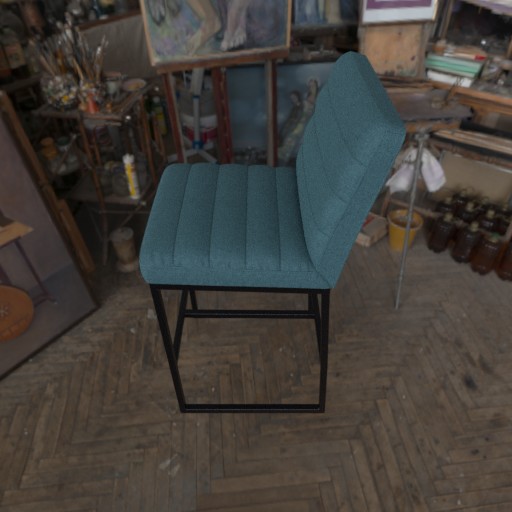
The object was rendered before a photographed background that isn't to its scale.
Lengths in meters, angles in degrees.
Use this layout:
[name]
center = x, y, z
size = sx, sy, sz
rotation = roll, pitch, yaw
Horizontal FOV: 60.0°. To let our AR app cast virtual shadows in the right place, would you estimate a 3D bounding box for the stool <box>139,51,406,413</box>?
[stool]
center = 0.000, 0.000, 1.316
size = 0.560, 1.040, 0.460
rotation = 0, 42, 0
